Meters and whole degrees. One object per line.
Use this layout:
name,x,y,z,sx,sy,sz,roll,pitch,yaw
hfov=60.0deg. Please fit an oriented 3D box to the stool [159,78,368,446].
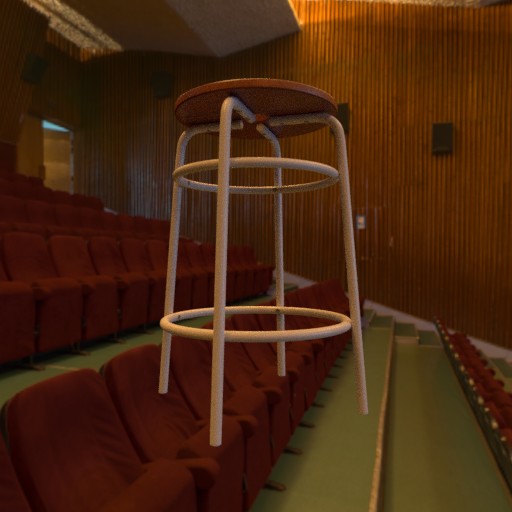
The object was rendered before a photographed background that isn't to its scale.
stool,0.000,0.000,0.927,0.455,0.610,0.455,0,0,17
